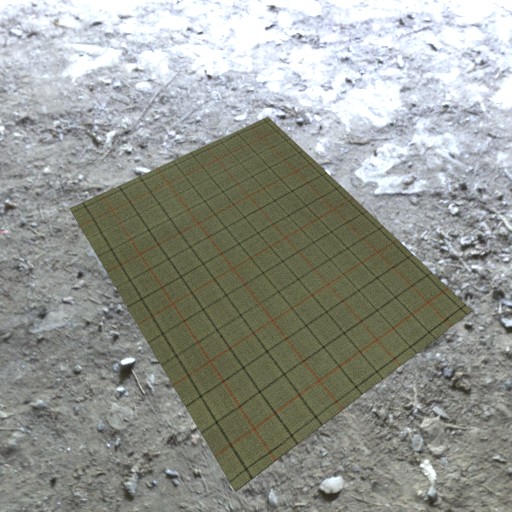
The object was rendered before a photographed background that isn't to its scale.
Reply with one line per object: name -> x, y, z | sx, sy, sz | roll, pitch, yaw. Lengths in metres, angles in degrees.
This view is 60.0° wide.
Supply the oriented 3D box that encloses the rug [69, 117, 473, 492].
rug -> 0.000, 0.000, 4.126 | 2.444, 0.012, 3.048 | -30, 62, -18
